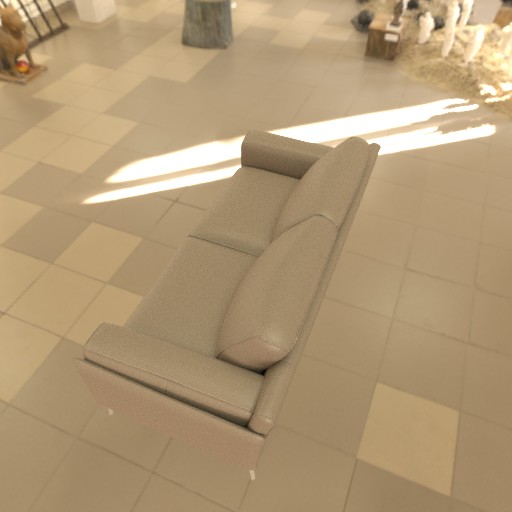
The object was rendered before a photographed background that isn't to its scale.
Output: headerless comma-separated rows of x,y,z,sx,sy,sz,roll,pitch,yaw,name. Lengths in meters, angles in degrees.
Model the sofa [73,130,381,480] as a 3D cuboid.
0.000,0.000,2.602,1.049,0.930,2.101,17,49,15,sofa
